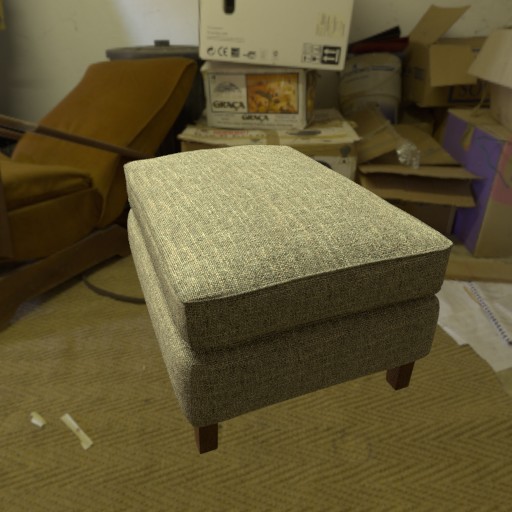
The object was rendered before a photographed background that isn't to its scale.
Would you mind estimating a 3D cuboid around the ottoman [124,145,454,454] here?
[{"bbox_3d":[0.000,0.000,0.994,0.508,0.406,0.686,-11,30,-19],"label":"ottoman"}]
